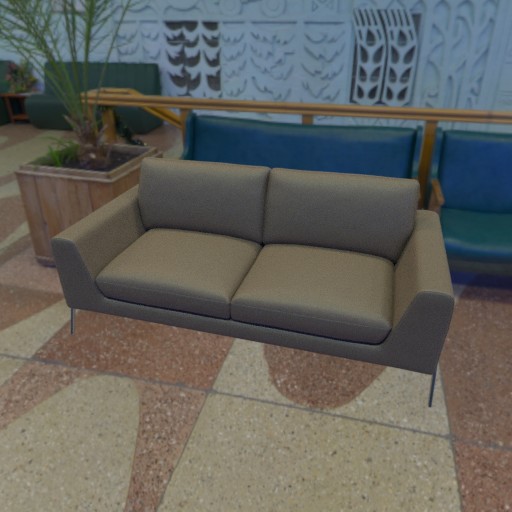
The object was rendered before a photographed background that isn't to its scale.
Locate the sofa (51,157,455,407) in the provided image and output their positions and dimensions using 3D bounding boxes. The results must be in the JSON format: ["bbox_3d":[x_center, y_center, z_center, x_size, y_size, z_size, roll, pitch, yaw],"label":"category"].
[{"bbox_3d":[0.000,0.000,2.551,2.017,0.875,0.953,8,29,14],"label":"sofa"}]
